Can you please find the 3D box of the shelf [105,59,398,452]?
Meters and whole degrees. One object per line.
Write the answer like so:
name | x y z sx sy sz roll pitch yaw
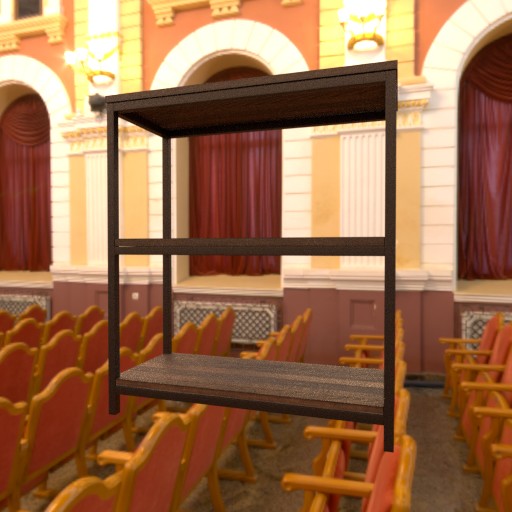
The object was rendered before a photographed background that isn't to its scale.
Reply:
shelf | 0.000 0.000 1.359 0.822 0.947 0.352 0 1 18
